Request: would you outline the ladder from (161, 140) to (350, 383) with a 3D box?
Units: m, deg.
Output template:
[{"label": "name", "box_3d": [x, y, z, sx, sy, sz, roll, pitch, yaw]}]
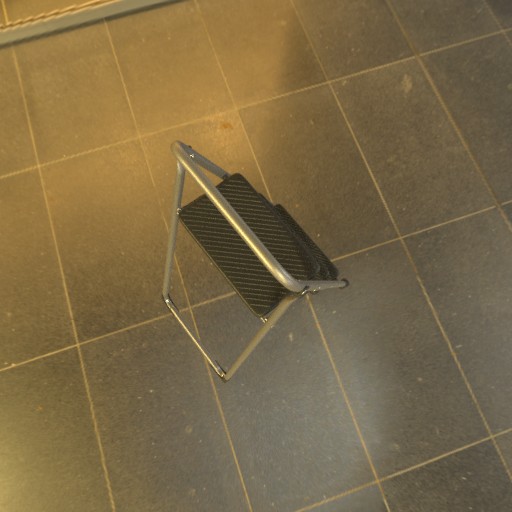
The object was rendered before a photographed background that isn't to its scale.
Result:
[{"label": "ladder", "box_3d": [0.000, 0.000, 1.313, 0.629, 0.945, 0.430, -37, 77, -10]}]
